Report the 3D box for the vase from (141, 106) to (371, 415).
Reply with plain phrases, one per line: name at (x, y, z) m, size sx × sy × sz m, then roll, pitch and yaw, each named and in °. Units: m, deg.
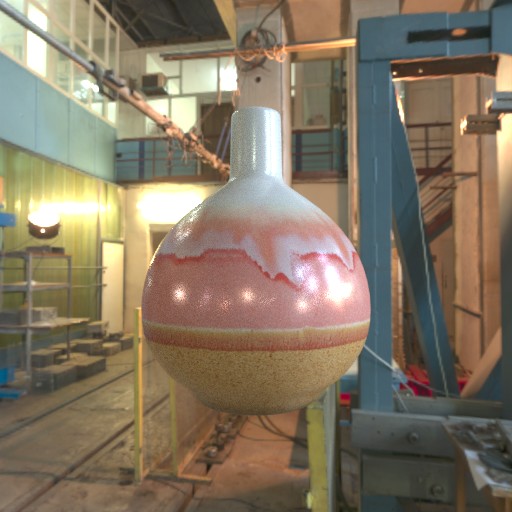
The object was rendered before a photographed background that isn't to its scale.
vase at (0.000, 0.000, 0.273) m, size 0.137 × 0.176 × 0.137 m, roll 0°, pitch -2°, yaw 0°
